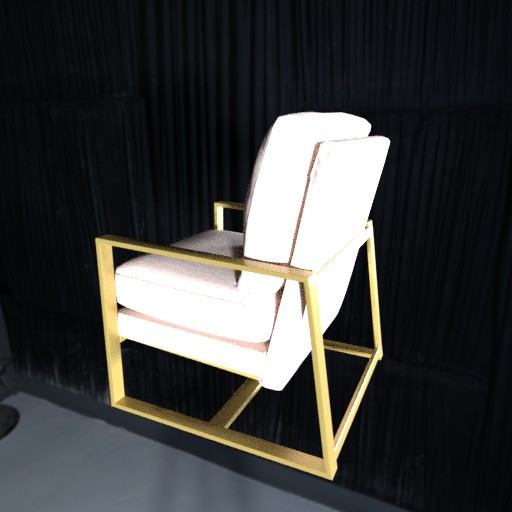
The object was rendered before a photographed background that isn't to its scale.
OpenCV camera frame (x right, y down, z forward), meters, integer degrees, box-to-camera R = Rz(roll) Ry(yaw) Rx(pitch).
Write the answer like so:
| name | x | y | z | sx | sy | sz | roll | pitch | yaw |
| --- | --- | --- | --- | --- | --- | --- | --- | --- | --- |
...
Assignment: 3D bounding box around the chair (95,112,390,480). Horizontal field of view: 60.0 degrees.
| name | x | y | z | sx | sy | sz | roll | pitch | yaw |
| --- | --- | --- | --- | --- | --- | --- | --- | --- | --- |
| chair | 0.000 | 0.000 | 1.551 | 0.813 | 0.956 | 0.758 | 8 | 18 | 24 |
